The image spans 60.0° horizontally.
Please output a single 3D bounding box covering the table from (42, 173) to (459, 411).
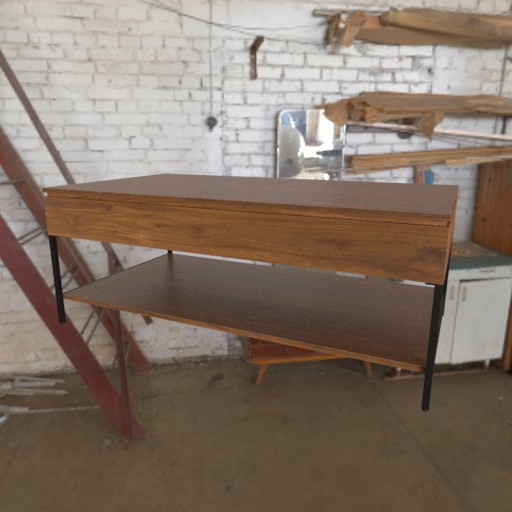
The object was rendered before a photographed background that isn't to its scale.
[{"bbox_3d":[0.000,0.000,1.330,1.057,0.414,0.574,7,16,24],"label":"table"}]
